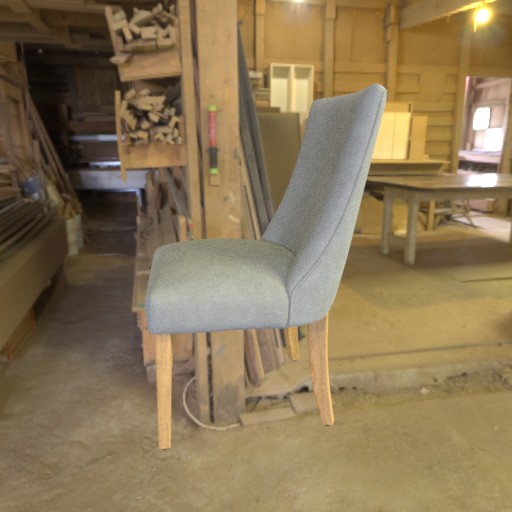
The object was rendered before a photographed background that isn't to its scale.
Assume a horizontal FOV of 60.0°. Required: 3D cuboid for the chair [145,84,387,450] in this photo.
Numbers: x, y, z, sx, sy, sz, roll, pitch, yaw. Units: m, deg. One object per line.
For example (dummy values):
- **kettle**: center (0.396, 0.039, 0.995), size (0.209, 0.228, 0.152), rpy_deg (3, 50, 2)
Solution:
- **chair**: center (0.000, 0.000, 1.286), size (0.610, 0.902, 0.495), rpy_deg (-3, 15, -9)
